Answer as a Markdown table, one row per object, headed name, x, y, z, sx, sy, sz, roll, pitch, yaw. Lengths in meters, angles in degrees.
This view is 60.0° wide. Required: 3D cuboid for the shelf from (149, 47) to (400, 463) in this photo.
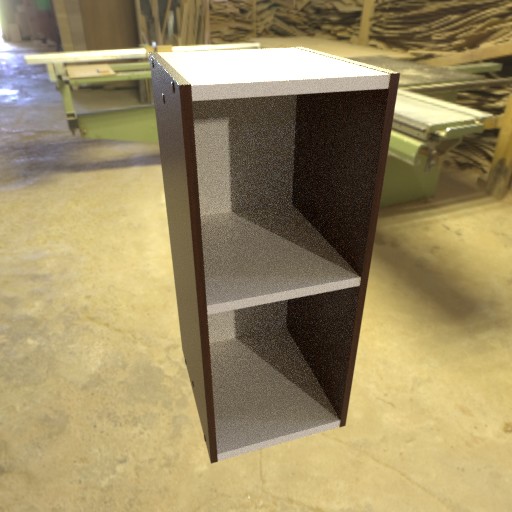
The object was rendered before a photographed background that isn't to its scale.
| name | x | y | z | sx | sy | sz | roll | pitch | yaw |
| --- | --- | --- | --- | --- | --- | --- | --- | --- | --- |
| shelf | 0.000 | 0.000 | 0.739 | 0.253 | 0.600 | 0.290 | -9 | 32 | -15 |
